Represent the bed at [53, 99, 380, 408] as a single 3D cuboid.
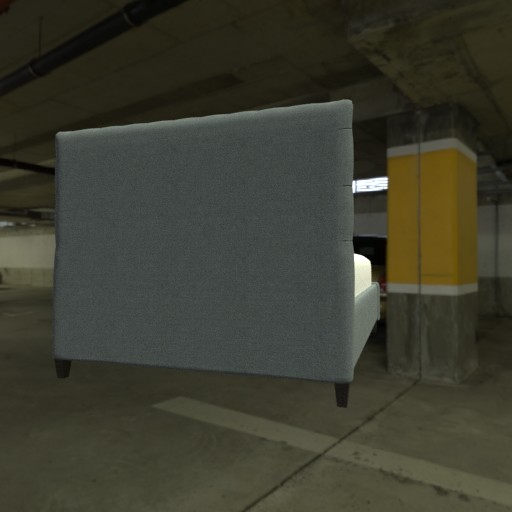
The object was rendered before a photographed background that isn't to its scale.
[{"bbox_3d":[0.000,0.000,3.360,1.698,1.411,2.335,0,-1,18],"label":"bed"}]
